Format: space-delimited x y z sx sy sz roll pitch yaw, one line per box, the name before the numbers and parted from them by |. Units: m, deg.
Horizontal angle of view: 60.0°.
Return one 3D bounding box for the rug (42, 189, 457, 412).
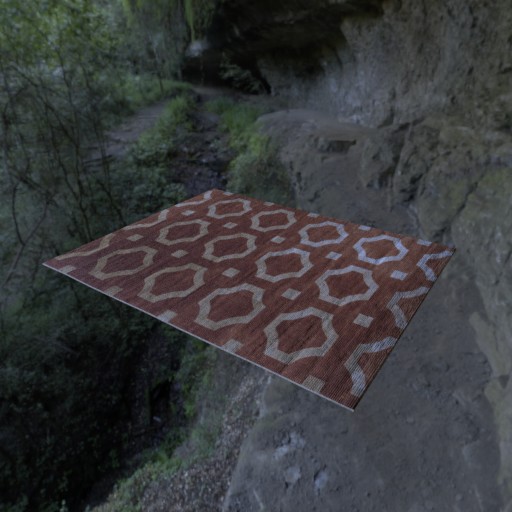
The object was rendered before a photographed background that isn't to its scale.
rug | 0.000 0.000 4.179 3.049 0.021 2.466 18 33 30
